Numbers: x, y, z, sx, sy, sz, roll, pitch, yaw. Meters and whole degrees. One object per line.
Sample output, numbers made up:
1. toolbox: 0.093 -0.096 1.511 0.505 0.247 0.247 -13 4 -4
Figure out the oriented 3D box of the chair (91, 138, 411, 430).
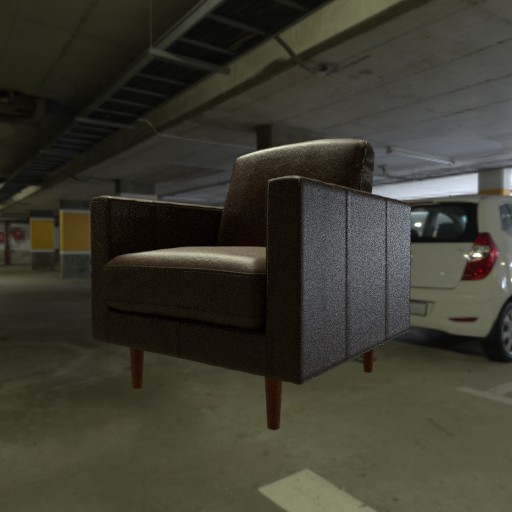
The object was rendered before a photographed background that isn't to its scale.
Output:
1. chair: 0.000 0.000 1.686 0.890 0.956 0.909 1 2 36
